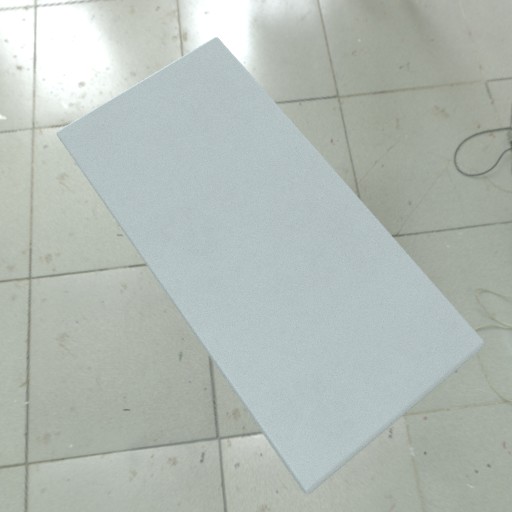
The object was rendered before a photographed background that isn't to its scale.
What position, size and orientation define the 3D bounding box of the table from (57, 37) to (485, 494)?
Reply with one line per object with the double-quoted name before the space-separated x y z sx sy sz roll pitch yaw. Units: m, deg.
"table" 0.000 0.000 1.420 0.580 0.487 1.171 -35 77 -10
